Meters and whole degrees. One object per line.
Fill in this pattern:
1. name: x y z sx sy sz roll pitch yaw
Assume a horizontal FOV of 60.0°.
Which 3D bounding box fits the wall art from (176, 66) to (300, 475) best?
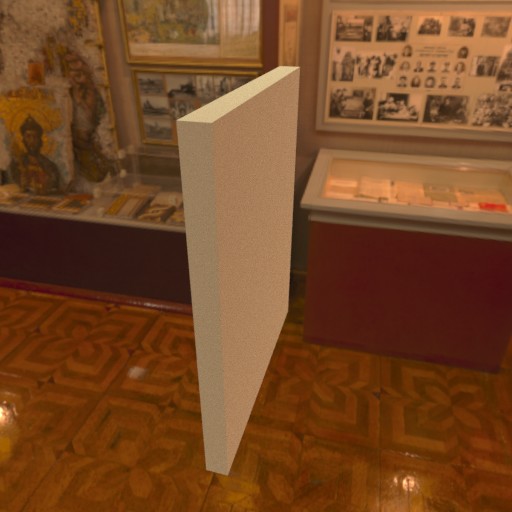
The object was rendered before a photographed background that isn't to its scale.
1. wall art: 0.000 0.000 0.762 0.039 0.553 0.451 8 31 14
